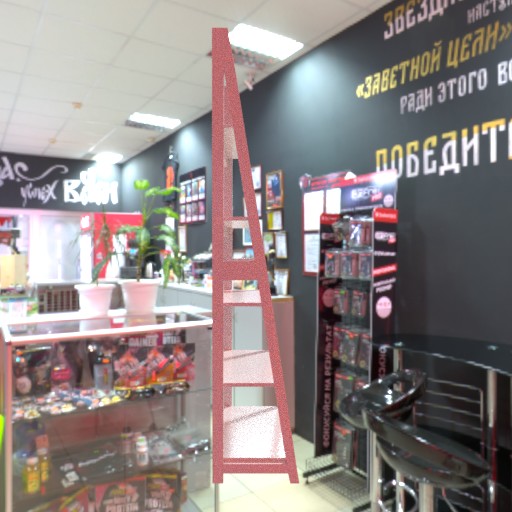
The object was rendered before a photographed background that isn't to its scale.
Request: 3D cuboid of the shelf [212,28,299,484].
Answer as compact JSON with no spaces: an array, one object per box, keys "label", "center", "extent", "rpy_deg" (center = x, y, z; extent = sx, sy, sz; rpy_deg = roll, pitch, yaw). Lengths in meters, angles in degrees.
[{"label":"shelf","center":[0.000,0.000,2.045],"extent":[0.341,1.779,0.636],"rpy_deg":[0,1,0]}]
